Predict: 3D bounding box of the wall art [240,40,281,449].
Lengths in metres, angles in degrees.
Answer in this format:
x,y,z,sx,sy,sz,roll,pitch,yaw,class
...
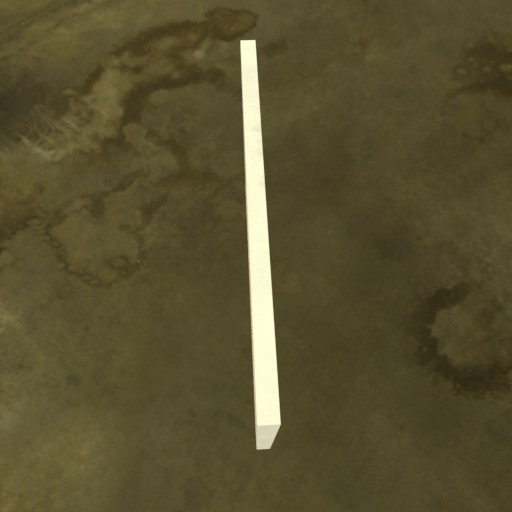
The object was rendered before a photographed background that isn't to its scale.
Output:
x,y,z,sx,sy,sz,roll,pitch,yaw,class
0.000,0.000,1.187,0.038,0.610,0.915,-2,63,-1,wall art
